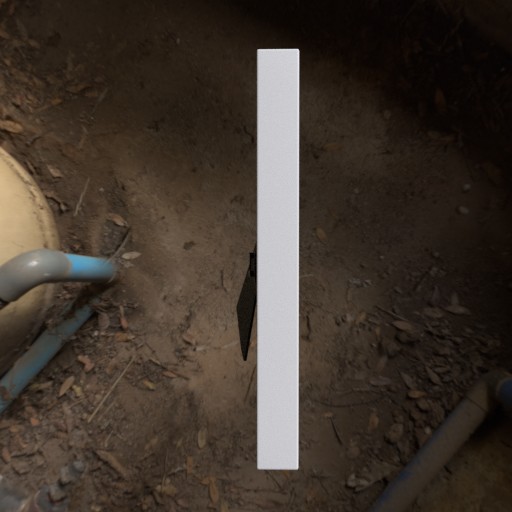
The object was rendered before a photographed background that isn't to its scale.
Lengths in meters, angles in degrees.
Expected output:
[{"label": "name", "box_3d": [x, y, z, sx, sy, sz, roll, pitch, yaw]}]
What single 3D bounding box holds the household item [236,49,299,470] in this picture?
[{"label": "household item", "box_3d": [0.000, 0.000, 0.335, 0.045, 0.250, 0.200, 0, 91, 1]}]
